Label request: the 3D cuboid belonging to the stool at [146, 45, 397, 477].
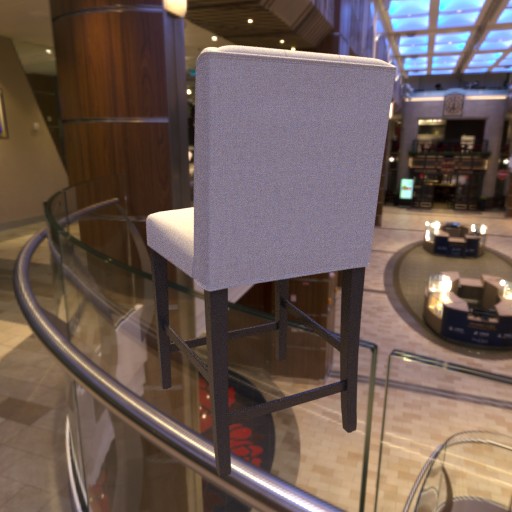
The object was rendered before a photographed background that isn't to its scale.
[{"bbox_3d":[0.000,0.000,1.193,0.474,0.939,0.509,-7,17,-25],"label":"stool"}]
